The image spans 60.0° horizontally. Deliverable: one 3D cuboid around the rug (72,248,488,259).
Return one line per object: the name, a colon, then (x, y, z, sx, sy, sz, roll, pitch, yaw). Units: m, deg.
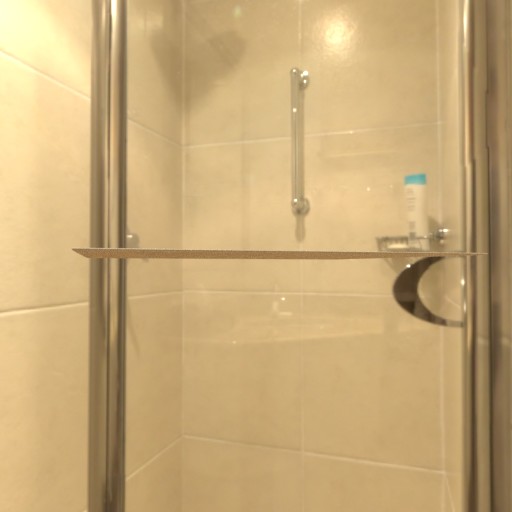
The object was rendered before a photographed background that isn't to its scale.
rug: (0.000, 0.000, 4.010, 2.945, 0.014, 2.353, 0, -1, -19)
